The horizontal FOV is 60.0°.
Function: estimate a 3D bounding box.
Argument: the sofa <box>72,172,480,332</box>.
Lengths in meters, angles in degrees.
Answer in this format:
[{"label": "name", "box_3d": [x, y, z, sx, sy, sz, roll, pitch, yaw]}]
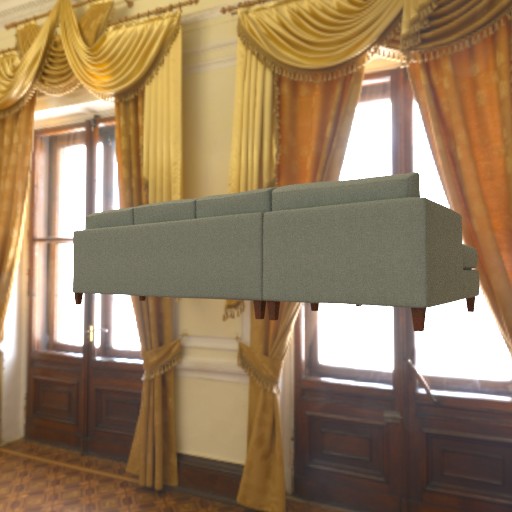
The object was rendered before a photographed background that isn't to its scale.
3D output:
[{"label": "sofa", "box_3d": [0.000, 0.000, 4.063, 3.470, 0.953, 1.600, -1, -3, 36]}]
